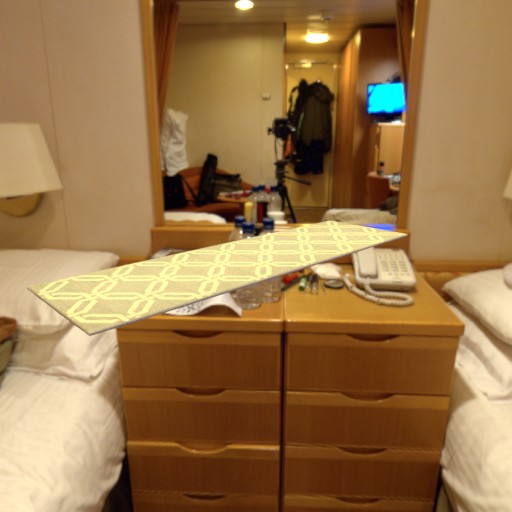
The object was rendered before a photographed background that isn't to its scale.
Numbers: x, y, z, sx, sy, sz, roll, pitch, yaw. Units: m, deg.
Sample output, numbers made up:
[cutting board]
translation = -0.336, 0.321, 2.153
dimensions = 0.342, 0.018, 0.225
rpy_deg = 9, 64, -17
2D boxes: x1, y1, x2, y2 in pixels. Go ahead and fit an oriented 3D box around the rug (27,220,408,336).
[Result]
[rug]
translation = 0.000, 0.000, 2.562
dimensions = 2.276, 0.014, 0.678
rpy_deg = -14, 21, -42
